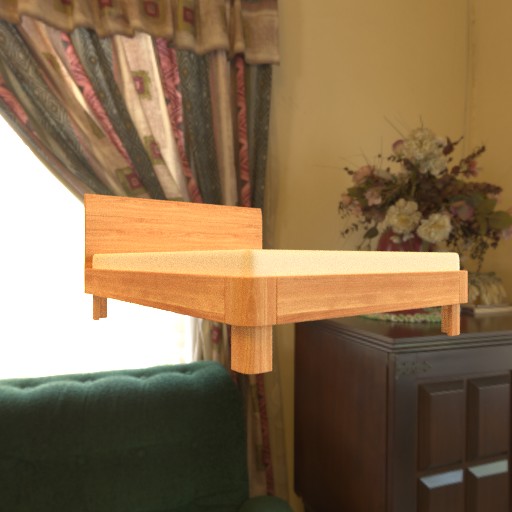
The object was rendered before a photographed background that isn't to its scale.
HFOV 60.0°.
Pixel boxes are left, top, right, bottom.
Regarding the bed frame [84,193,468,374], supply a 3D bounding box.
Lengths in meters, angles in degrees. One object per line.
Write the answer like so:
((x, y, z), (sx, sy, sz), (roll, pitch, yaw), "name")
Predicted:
((0.000, 0.000, 2.984), (1.660, 0.940, 2.092), (0, -1, -37), "bed frame")
